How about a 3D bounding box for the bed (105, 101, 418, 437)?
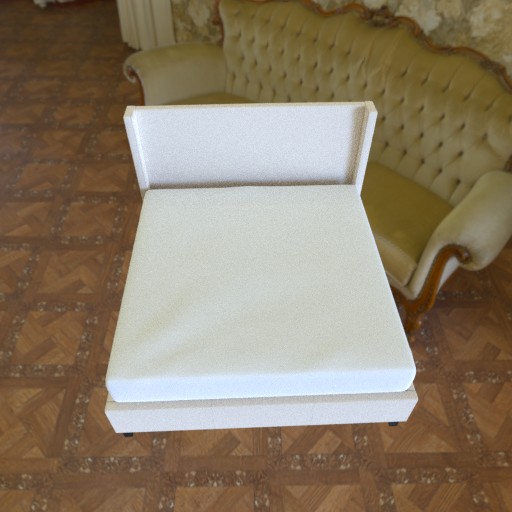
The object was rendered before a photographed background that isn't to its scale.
[{"bbox_3d":[0.000,0.000,3.580,2.145,1.471,2.293,-2,46,-2],"label":"bed"}]
